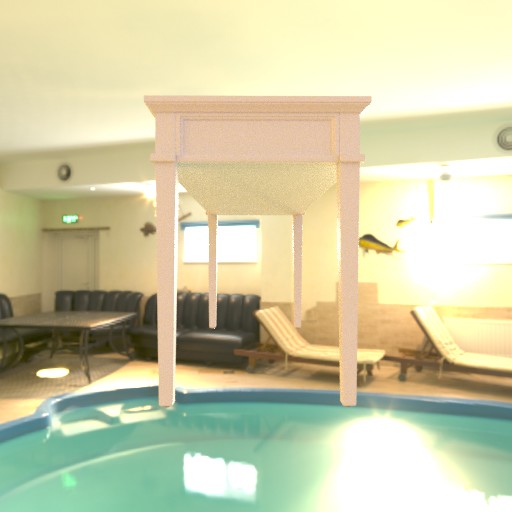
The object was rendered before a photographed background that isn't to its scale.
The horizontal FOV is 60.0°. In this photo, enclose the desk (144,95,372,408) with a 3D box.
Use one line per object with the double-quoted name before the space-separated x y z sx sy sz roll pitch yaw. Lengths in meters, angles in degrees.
"desk" 0.000 0.000 1.767 0.559 0.774 1.372 0 0 0
